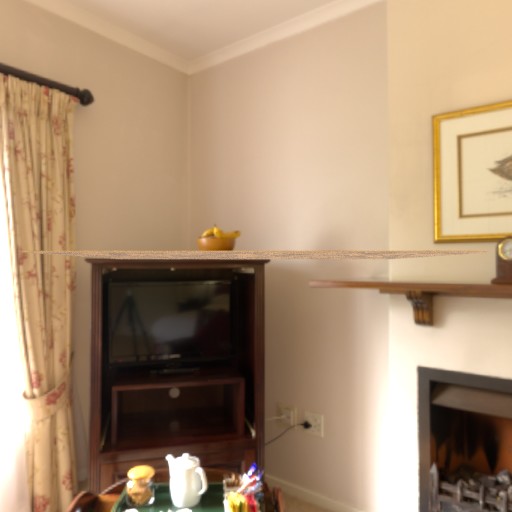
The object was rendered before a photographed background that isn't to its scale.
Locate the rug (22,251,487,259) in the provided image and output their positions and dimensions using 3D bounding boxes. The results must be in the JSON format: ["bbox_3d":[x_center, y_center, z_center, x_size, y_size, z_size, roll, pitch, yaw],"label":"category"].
[{"bbox_3d":[0.000,0.000,2.917,2.284,0.008,1.522,0,-2,0],"label":"rug"}]
